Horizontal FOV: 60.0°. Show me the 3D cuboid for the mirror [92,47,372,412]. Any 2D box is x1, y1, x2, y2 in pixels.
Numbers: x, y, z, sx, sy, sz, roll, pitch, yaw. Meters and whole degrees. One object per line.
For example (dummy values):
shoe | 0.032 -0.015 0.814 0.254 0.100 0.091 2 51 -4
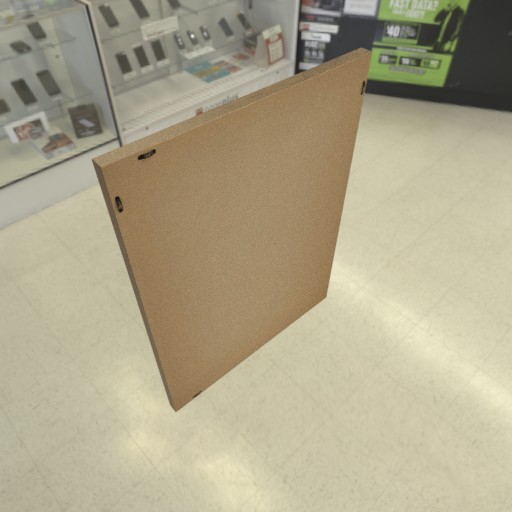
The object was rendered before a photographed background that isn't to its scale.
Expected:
mirror | 0.000 0.000 1.339 0.762 1.016 0.041 -32 55 -27
